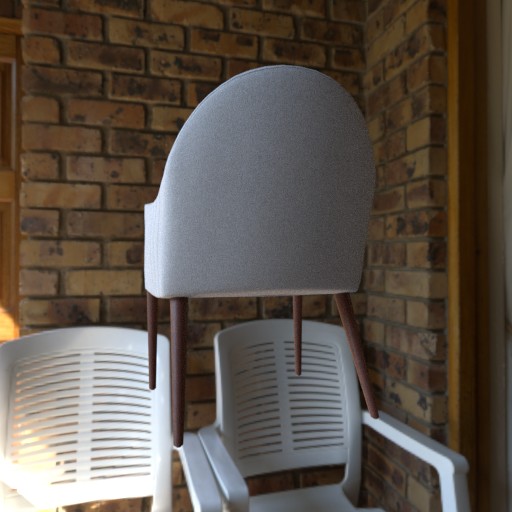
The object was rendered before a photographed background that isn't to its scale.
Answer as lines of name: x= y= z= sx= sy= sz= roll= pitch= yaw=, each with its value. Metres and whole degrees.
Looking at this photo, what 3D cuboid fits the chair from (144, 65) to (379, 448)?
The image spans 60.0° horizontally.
chair: x=0.000 y=0.000 z=1.322 sx=0.610 sy=0.889 sz=0.620 roll=0 pitch=-1 yaw=-20
